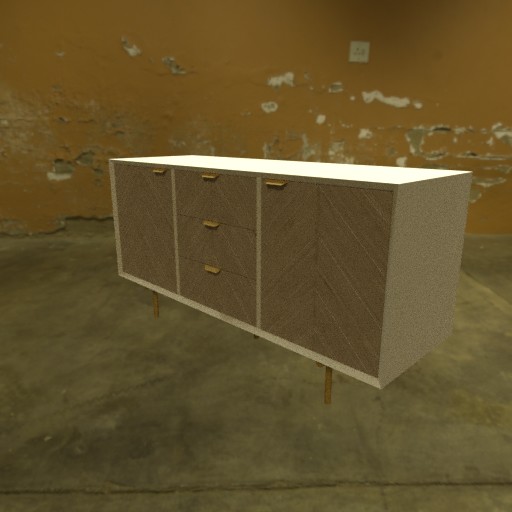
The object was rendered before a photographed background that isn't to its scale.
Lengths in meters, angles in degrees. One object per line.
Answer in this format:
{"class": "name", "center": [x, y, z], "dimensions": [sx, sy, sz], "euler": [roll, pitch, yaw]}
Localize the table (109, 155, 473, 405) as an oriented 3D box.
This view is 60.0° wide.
{"class": "table", "center": [0.000, 0.000, 1.894], "dimensions": [1.500, 0.769, 0.508], "euler": [15, 21, 43]}
